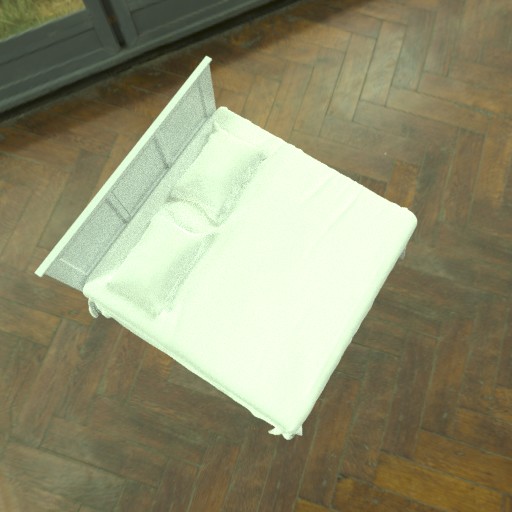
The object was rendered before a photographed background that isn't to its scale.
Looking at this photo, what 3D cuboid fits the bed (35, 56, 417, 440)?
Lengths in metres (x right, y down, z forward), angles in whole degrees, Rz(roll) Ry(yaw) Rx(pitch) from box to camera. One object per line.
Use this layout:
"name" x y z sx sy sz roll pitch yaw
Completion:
"bed" 0.000 0.000 3.599 2.215 1.273 2.317 32 77 8
